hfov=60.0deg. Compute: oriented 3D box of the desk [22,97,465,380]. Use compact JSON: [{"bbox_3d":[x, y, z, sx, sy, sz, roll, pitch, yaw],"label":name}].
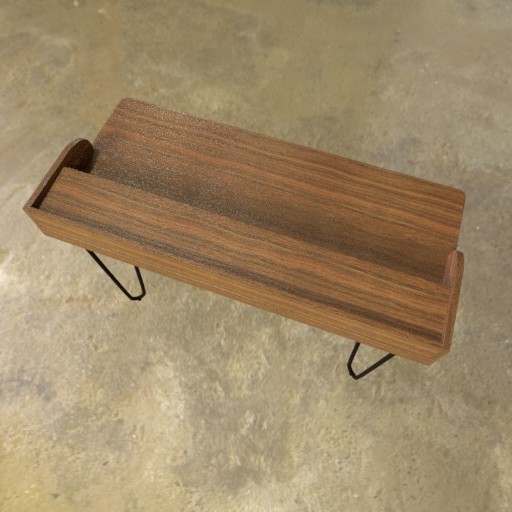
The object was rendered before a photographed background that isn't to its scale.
[{"bbox_3d":[0.000,0.000,1.657,1.200,0.854,0.565,18,65,9],"label":"desk"}]
